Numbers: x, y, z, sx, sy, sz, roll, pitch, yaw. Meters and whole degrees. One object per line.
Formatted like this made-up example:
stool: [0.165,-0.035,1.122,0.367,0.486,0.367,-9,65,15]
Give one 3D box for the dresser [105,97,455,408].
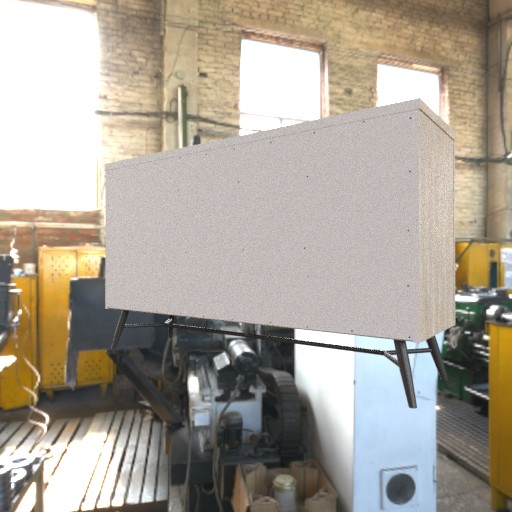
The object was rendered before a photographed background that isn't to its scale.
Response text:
dresser: [0.000,0.000,1.922,1.524,0.914,0.457,0,0,36]
